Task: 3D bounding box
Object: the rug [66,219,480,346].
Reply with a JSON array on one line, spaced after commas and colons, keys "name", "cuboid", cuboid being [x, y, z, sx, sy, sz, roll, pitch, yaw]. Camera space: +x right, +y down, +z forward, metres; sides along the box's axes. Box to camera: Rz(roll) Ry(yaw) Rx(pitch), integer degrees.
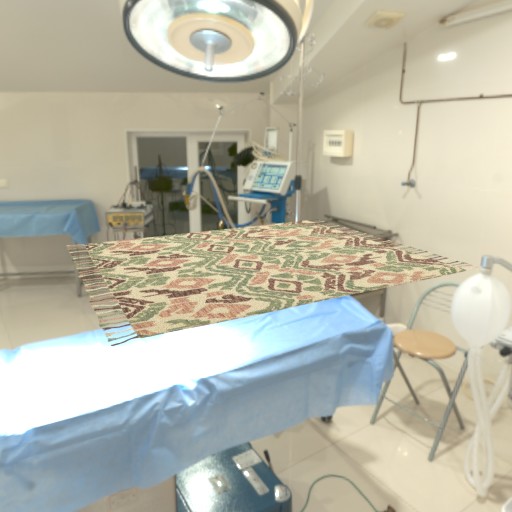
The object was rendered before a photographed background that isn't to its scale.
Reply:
[{"name": "rug", "cuboid": [0.000, 0.000, 4.079, 3.048, 0.010, 2.438, -8, 18, -26]}]
